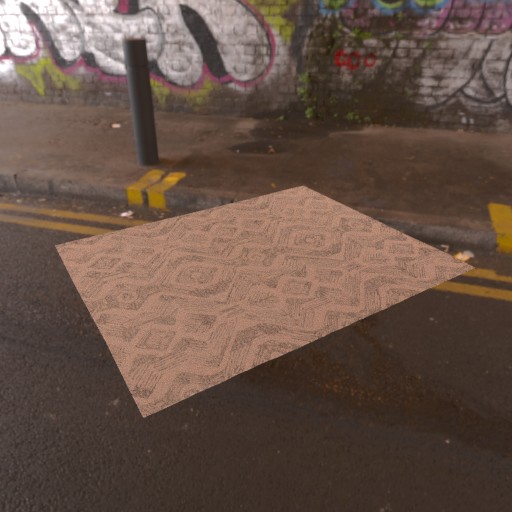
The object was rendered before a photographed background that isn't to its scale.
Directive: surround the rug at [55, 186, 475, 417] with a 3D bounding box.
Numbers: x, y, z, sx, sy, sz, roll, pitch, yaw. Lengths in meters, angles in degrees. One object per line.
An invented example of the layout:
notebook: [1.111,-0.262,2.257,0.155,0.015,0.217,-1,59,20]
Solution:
rug: [0.000,0.000,4.091,3.054,0.030,2.430,-17,34,-28]
